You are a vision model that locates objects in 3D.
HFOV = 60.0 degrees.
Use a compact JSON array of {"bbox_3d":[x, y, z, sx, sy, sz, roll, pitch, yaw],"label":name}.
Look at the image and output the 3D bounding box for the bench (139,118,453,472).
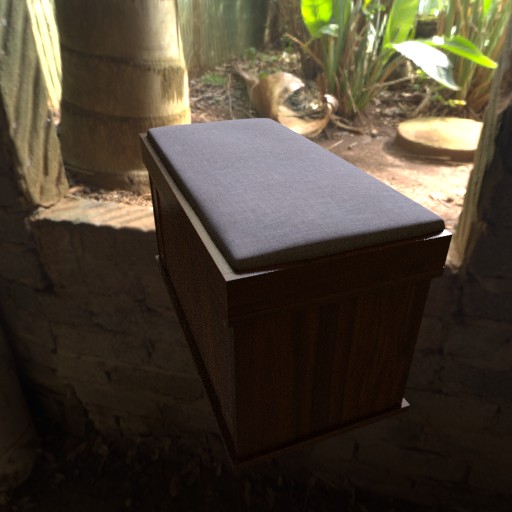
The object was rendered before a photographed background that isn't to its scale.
[{"bbox_3d":[0.000,0.000,0.998,0.362,0.461,0.734,-11,32,-18],"label":"bench"}]
